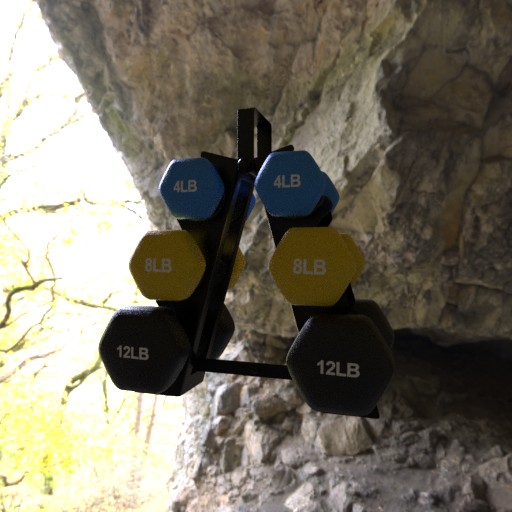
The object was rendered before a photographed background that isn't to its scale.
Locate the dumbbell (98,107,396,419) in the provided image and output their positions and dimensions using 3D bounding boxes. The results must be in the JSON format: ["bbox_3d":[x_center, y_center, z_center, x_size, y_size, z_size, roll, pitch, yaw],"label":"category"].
[{"bbox_3d":[0.000,0.000,0.678,0.409,0.426,0.255,0,0,18],"label":"dumbbell"}]
